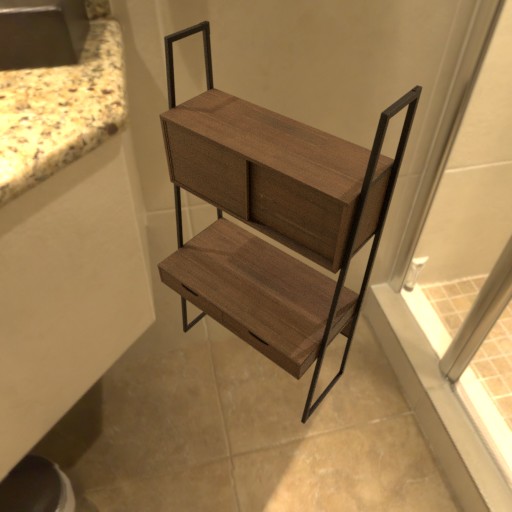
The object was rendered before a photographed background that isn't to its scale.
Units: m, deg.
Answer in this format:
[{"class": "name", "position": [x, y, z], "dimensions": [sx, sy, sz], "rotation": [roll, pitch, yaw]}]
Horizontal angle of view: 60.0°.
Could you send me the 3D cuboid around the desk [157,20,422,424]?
[{"class": "desk", "position": [0.000, 0.000, 2.160], "dimensions": [0.982, 1.809, 0.515], "rotation": [31, 53, 27]}]
